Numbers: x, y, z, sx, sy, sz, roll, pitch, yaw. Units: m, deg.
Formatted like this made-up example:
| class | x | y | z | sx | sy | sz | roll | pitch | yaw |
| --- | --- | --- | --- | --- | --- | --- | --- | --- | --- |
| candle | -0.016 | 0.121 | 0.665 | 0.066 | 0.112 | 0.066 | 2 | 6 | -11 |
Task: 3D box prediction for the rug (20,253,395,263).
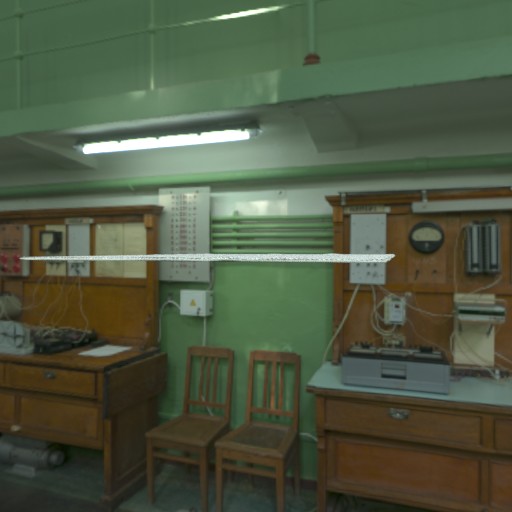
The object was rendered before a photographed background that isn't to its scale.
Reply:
| class | x | y | z | sx | sy | sz | roll | pitch | yaw |
| --- | --- | --- | --- | --- | --- | --- | --- | --- | --- |
| rug | 0.000 | 0.000 | 4.109 | 2.429 | 0.030 | 3.052 | 0 | 1 | 18 |
